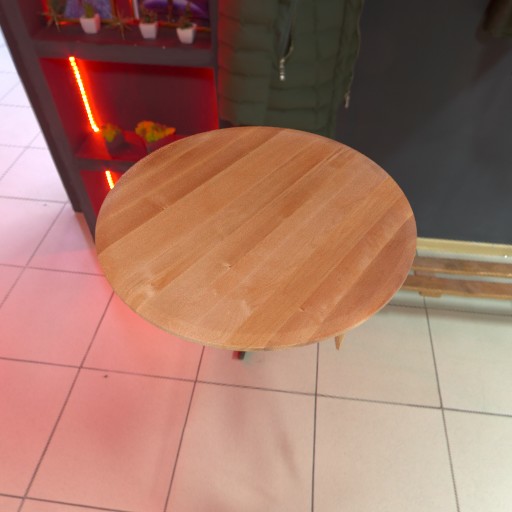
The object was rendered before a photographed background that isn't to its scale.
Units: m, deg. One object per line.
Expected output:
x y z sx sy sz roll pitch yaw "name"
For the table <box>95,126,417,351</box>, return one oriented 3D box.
0.000 0.000 1.418 0.900 0.400 0.900 0 47 0 "table"
